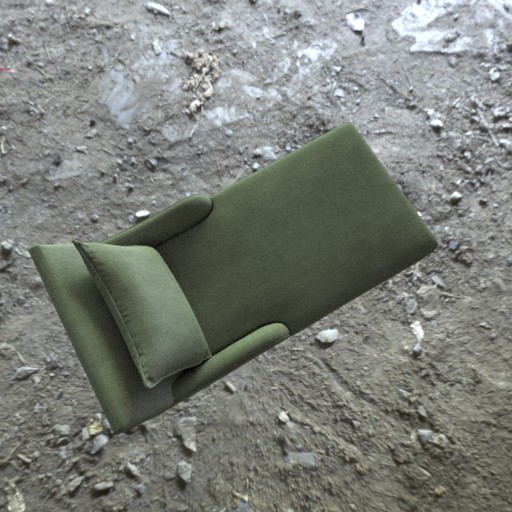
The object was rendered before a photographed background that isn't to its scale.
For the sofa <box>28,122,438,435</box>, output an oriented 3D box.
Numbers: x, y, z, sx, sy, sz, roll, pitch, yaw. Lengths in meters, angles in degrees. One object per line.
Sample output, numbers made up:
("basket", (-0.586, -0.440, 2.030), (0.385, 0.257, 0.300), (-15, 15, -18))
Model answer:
("sofa", (0.000, 0.000, 2.301), (1.779, 0.859, 0.894), (-29, 77, -8))
